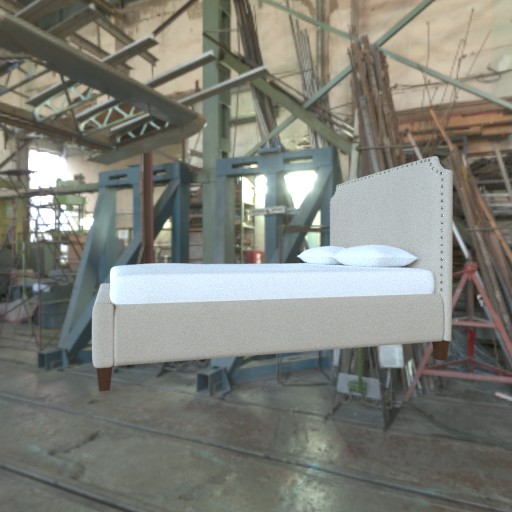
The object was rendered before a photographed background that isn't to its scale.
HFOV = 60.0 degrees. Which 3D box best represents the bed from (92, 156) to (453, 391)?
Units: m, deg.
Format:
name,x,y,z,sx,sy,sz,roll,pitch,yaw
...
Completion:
name,x,y,z,sx,sy,sz,roll,pitch,yaw
bed,0.000,0.000,3.504,2.372,1.443,1.713,0,0,-18
